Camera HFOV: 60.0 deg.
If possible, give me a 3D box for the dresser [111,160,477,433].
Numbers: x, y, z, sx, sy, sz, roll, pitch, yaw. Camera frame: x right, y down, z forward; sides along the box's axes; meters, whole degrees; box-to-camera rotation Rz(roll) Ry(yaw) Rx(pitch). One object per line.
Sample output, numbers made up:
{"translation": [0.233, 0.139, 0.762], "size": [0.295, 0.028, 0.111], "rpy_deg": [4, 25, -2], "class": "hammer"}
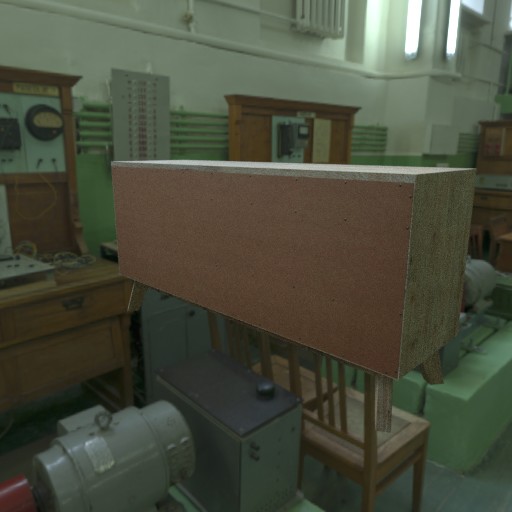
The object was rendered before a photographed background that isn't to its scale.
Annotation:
{"translation": [0.000, 0.000, 1.946], "size": [1.602, 0.788, 0.455], "rpy_deg": [13, 19, 43], "class": "dresser"}
